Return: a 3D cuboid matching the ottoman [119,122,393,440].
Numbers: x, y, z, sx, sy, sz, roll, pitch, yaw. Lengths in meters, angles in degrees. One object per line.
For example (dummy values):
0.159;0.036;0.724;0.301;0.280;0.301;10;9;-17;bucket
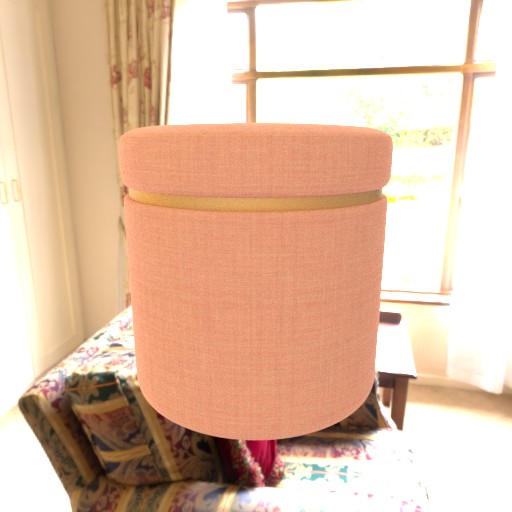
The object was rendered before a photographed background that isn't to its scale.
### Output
0.000;0.000;0.715;0.400;0.406;0.400;0;15;0;ottoman
